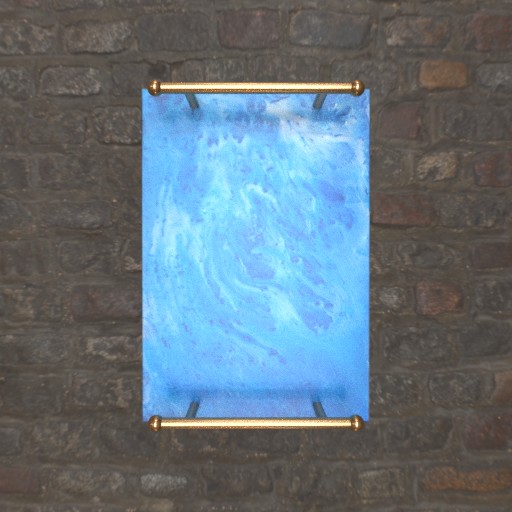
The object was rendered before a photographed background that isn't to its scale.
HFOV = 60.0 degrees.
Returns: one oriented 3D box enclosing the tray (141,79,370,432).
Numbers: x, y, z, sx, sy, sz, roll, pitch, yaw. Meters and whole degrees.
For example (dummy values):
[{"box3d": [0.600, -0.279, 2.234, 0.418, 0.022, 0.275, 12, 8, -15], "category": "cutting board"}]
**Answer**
[{"box3d": [0.000, 0.000, 0.563, 0.304, 0.084, 0.444, 0, 91, 0], "category": "tray"}]
